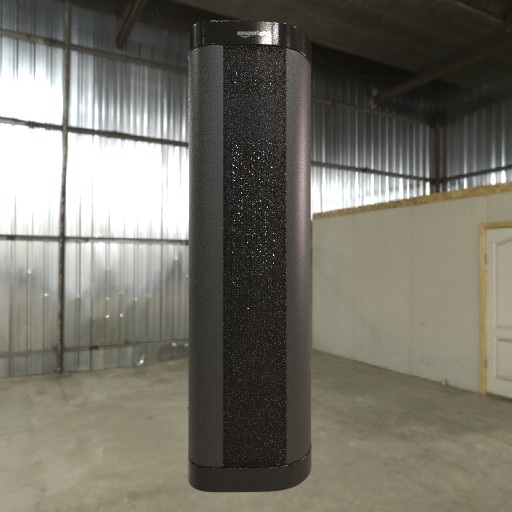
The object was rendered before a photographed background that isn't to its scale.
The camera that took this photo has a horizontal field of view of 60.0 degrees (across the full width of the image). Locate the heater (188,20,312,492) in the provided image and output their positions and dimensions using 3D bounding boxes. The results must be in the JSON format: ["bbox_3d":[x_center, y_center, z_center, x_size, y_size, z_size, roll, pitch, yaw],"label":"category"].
[{"bbox_3d":[0.000,0.000,0.672,0.174,0.552,0.312,0,0,0],"label":"heater"}]
